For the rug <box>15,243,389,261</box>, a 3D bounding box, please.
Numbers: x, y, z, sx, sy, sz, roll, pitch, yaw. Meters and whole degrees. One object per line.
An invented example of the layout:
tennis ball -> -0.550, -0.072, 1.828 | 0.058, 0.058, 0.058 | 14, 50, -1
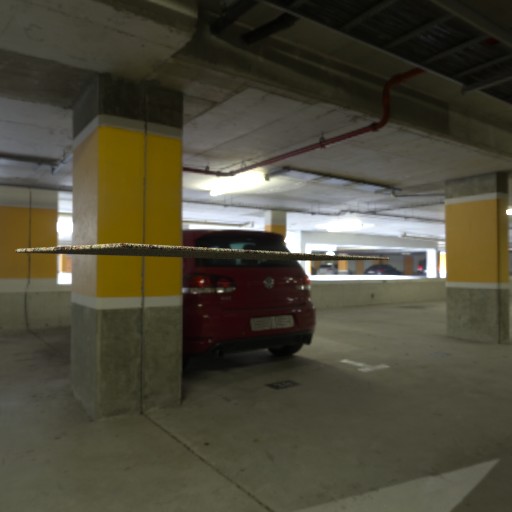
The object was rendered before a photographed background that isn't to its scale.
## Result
rug -> 0.000, 0.000, 2.471 | 0.688, 0.015, 2.292 | -1, -2, 37
